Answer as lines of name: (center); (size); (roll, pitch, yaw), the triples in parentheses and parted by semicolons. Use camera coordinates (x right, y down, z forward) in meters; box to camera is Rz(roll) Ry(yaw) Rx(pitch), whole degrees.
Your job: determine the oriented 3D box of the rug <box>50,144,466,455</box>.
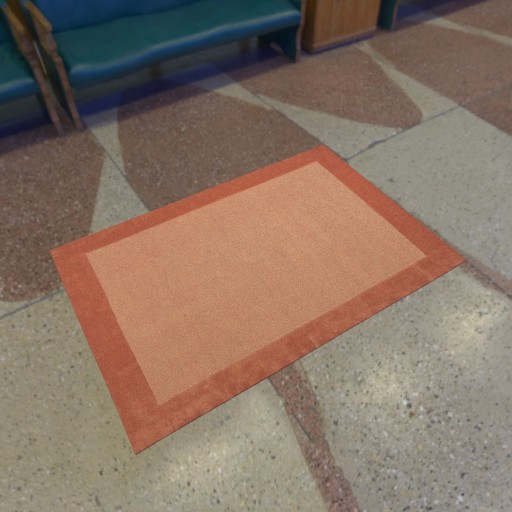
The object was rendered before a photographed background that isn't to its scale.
rug: (0.000, 0.000, 2.331); (1.829, 0.014, 1.219); (-25, 53, -20)
